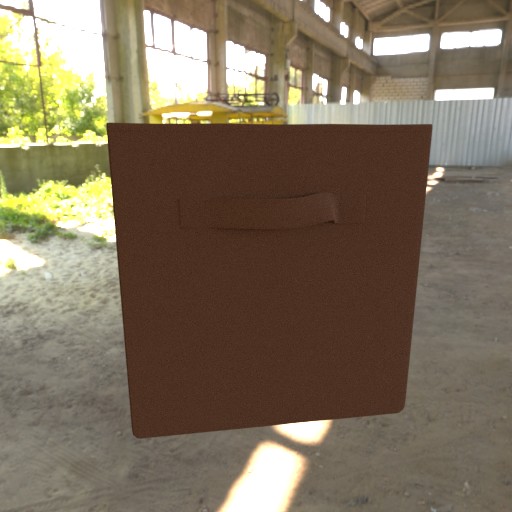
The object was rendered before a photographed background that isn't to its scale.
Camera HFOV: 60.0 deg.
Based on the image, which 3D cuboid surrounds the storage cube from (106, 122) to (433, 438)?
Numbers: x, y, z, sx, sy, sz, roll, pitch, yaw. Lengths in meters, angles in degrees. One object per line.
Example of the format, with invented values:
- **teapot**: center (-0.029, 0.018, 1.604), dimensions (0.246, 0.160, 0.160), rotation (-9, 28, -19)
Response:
- **storage cube**: center (0.000, 0.000, 0.499), dimensions (0.270, 0.280, 0.270), rotation (-2, 15, -9)
